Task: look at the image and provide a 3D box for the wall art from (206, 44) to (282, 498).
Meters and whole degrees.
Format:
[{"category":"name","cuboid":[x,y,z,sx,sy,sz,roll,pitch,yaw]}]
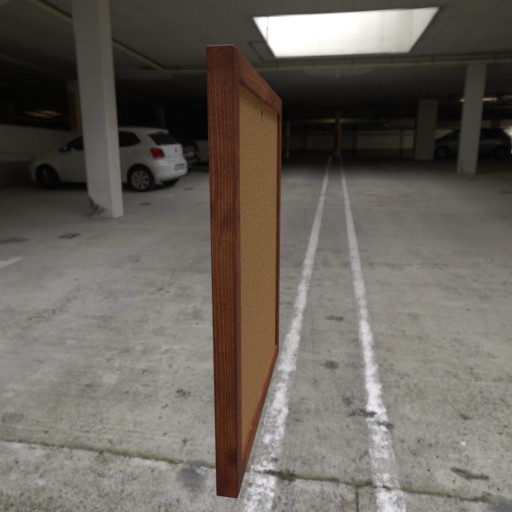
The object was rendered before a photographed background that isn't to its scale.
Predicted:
[{"category":"wall art","cuboid":[0.000,0.000,0.752,0.030,0.558,0.462,2,12,9]}]
